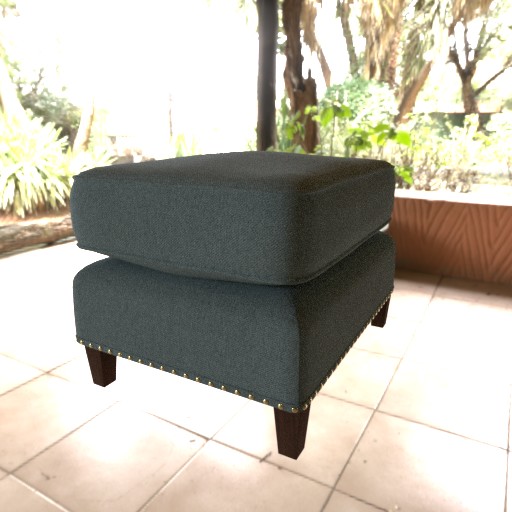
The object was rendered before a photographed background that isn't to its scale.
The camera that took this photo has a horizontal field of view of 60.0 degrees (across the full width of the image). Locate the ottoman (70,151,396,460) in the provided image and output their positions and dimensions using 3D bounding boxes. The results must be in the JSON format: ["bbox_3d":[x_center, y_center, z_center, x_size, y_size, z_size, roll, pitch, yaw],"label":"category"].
[{"bbox_3d":[0.000,0.000,1.161,0.589,0.537,0.738,9,18,28],"label":"ottoman"}]
